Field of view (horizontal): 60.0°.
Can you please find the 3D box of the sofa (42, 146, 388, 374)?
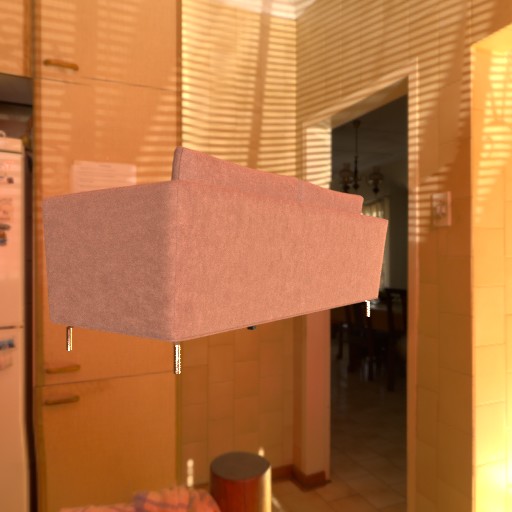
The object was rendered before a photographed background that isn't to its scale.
[{"bbox_3d":[0.000,0.000,2.595,0.889,0.864,2.121,0,0,36],"label":"sofa"}]
